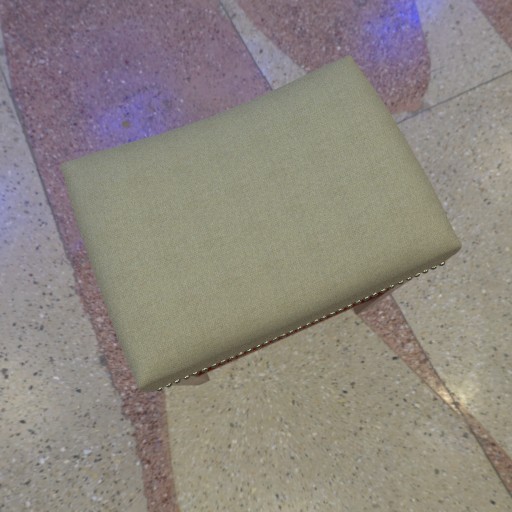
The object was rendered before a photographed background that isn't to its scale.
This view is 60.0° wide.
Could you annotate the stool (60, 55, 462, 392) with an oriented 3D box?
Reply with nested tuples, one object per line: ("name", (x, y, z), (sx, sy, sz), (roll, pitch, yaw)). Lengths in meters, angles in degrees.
("stool", (0.000, 0.000, 0.930), (0.509, 0.632, 0.375), (-23, 76, -6))
